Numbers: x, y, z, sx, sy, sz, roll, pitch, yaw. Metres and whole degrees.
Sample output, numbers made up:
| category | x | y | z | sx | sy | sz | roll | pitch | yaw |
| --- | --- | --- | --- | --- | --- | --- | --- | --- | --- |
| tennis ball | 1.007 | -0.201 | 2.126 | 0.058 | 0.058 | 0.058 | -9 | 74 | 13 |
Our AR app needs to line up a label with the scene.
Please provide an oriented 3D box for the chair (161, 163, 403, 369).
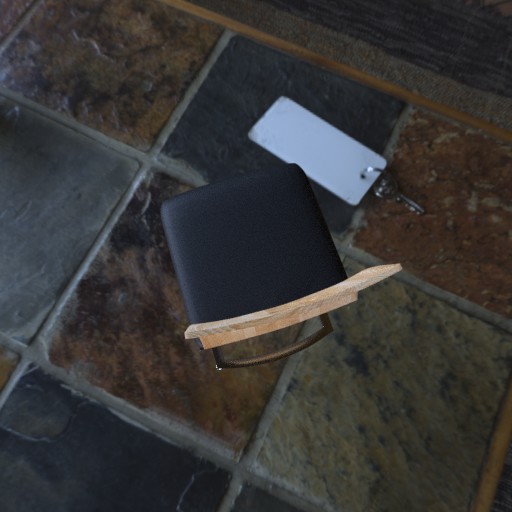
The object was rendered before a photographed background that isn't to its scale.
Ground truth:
| category | x | y | z | sx | sy | sz | roll | pitch | yaw |
| --- | --- | --- | --- | --- | --- | --- | --- | --- | --- |
| chair | 0.000 | 0.000 | 1.232 | 0.462 | 0.936 | 0.560 | -17 | 76 | -5 |
